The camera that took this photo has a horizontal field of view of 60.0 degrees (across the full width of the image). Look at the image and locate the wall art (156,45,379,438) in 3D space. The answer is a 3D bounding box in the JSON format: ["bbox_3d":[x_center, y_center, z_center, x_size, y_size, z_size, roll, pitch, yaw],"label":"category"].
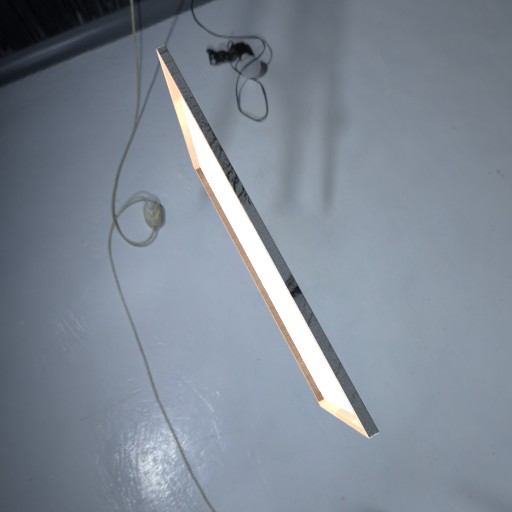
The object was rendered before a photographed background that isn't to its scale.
[{"bbox_3d":[0.000,0.000,1.185,0.023,0.607,0.914,-27,78,-6],"label":"wall art"}]
